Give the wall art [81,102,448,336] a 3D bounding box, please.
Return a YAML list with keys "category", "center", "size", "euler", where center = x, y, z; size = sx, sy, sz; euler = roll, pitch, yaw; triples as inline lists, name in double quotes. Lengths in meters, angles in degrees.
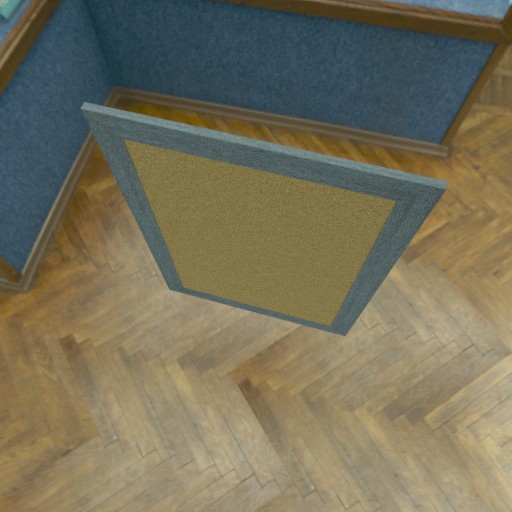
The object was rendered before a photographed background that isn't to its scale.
- category: "wall art"
  center: [0.000, 0.000, 1.386]
  size: [0.768, 1.070, 0.020]
  euler: [14, 65, 7]
